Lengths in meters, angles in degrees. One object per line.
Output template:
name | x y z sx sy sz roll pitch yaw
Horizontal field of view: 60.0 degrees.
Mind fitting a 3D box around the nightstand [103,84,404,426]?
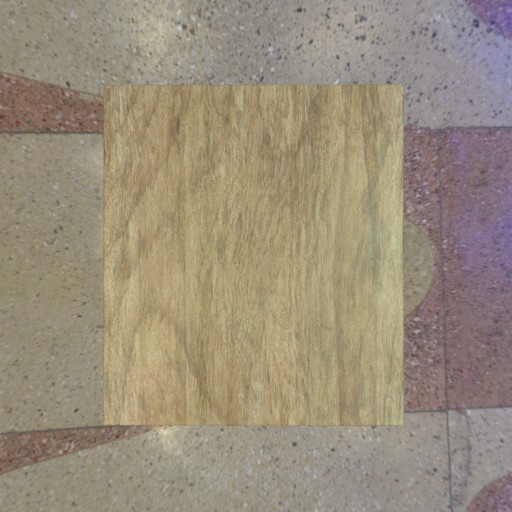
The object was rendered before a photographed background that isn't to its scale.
nightstand | 0.000 0.000 0.871 0.406 0.559 0.457 0 90 0
